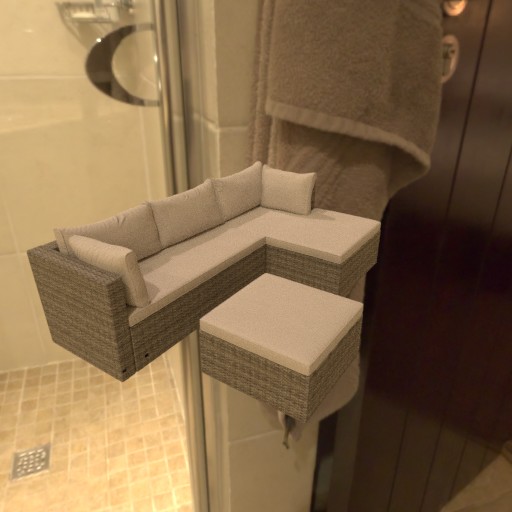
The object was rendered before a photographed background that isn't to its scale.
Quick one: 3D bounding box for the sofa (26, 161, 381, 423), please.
[{"bbox_3d":[0.000,0.000,3.001,1.662,0.766,2.192,17,30,31],"label":"sofa"}]
